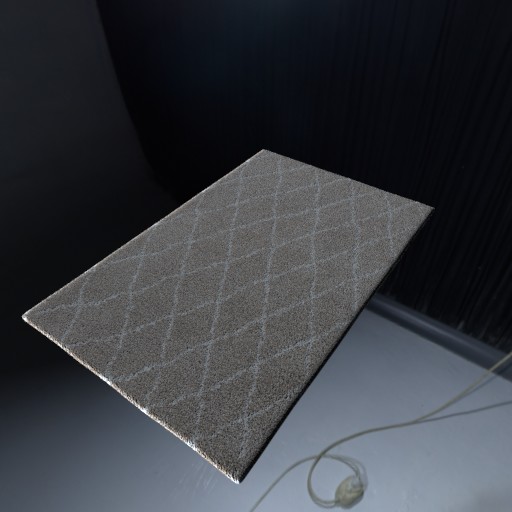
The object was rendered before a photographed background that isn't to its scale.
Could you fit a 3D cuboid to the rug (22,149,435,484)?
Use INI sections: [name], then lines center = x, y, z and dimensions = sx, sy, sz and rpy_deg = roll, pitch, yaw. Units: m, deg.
[rug]
center = 0.000, 0.000, 3.314
dimensions = 1.778, 0.030, 2.743
rpy_deg = 26, 48, 26
